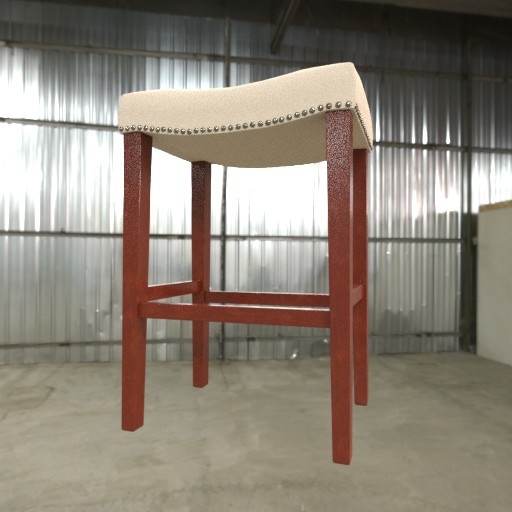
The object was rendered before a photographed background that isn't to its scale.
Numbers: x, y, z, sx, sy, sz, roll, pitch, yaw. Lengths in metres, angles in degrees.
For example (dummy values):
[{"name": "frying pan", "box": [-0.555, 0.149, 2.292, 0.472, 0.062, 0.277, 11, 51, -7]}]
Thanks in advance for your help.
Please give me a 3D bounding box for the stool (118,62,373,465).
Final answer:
[{"name": "stool", "box": [0.000, 0.000, 1.033, 0.504, 0.742, 0.372, 0, 0, 19]}]
